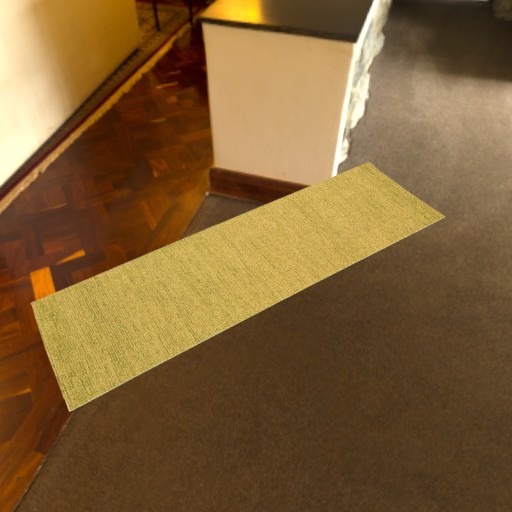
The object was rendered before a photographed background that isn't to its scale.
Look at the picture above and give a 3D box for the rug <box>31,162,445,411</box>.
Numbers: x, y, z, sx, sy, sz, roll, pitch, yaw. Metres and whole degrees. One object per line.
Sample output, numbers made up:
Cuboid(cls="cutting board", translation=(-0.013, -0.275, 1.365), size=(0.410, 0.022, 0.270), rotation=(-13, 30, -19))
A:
Cuboid(cls="rug", translation=(0.000, 0.000, 2.520), size=(2.340, 0.013, 0.686), rotation=(-25, 52, -21))
